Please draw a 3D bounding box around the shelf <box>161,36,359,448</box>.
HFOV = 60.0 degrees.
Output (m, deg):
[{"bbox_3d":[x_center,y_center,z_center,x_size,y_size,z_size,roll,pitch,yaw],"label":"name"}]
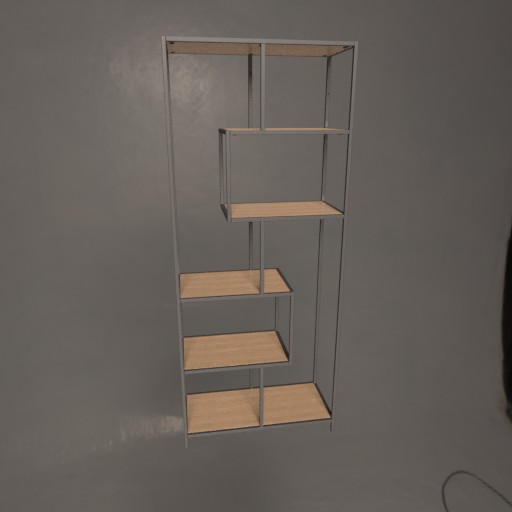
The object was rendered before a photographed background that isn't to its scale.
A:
[{"bbox_3d":[0.000,0.000,2.136,0.770,1.850,0.350,-3,18,-9],"label":"shelf"}]
